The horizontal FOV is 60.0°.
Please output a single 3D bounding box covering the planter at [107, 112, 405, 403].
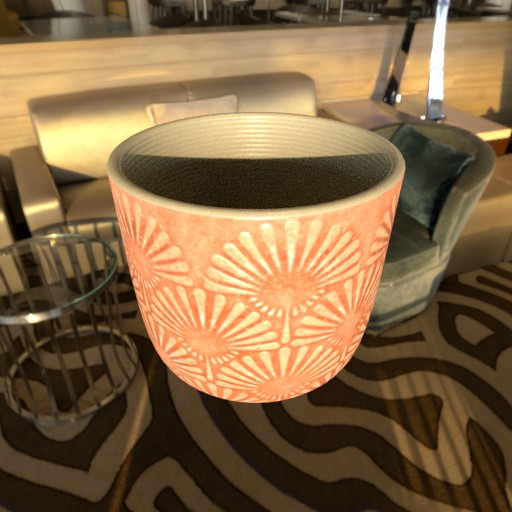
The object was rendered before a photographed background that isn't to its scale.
[{"bbox_3d":[0.000,0.000,0.219,0.124,0.109,0.124,0,32,0],"label":"planter"}]
